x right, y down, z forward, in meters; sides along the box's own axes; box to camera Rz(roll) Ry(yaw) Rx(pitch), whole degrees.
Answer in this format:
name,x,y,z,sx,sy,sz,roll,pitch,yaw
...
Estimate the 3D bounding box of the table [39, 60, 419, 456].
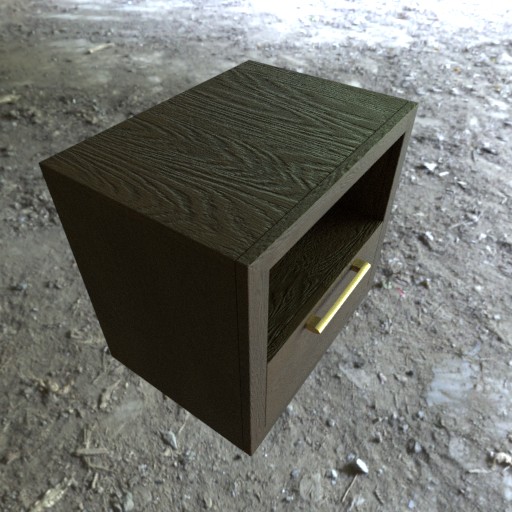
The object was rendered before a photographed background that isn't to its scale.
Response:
name,x,y,z,sx,sy,sz,roll,pitch,yaw
table,0.000,0.000,0.965,0.439,0.585,0.560,26,49,25
